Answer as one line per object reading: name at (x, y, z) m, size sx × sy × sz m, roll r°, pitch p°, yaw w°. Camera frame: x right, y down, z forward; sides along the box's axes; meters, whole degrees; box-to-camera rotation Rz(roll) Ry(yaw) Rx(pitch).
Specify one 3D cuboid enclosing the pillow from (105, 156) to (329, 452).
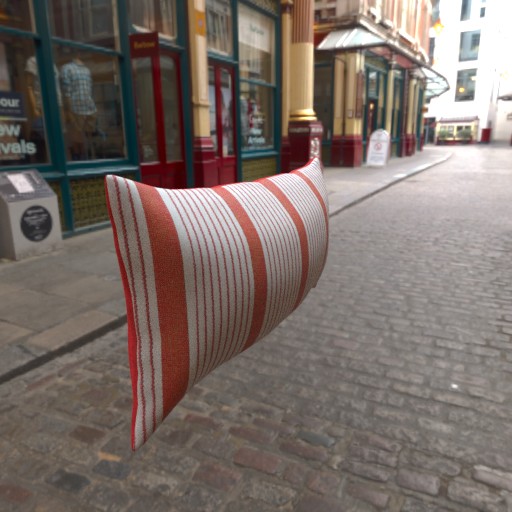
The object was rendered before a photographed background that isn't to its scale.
pillow at (0.000, 0.000, 0.705) m, size 0.151 × 0.297 × 0.608 m, roll 7°, pitch 16°, yaw 25°
